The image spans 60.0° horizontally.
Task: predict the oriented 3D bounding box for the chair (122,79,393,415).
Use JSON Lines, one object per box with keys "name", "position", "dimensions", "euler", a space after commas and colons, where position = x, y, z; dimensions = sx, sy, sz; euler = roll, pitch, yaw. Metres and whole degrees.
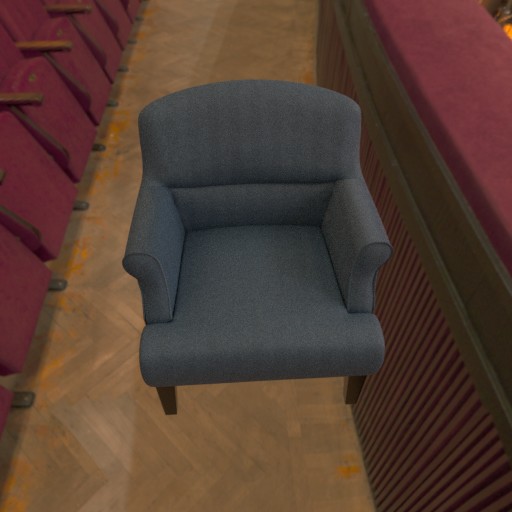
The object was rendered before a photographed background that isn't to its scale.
{"name": "chair", "position": [0.000, 0.000, 1.482], "dimensions": [0.770, 0.878, 0.754], "euler": [-3, 47, -2]}
